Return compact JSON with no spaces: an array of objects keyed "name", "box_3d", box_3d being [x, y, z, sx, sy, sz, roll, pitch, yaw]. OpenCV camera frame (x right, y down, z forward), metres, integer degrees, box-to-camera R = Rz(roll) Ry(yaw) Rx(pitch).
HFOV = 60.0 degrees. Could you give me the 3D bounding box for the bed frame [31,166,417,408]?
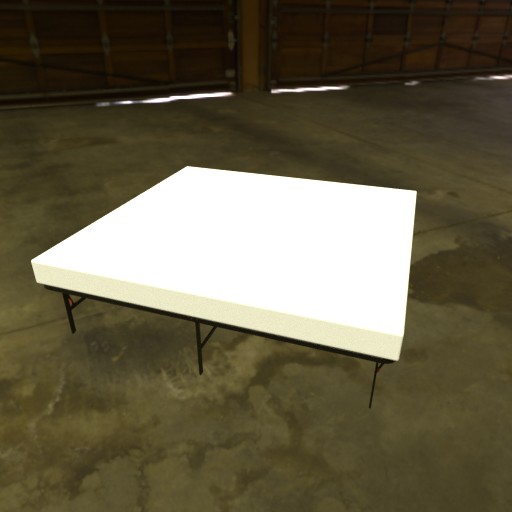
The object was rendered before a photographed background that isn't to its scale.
[{"name":"bed frame","box_3d":[0.000,0.000,3.149,2.032,0.559,1.930,9,30,17]}]
